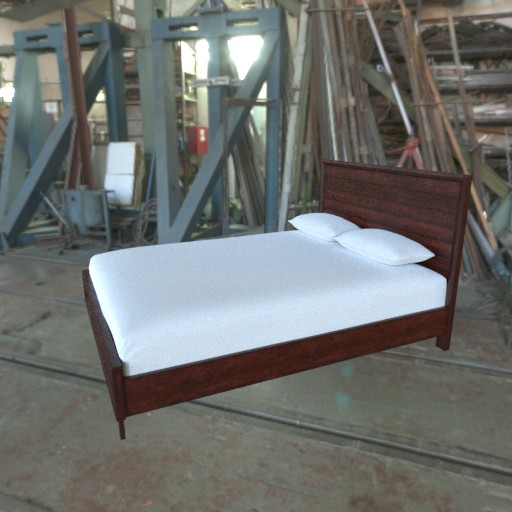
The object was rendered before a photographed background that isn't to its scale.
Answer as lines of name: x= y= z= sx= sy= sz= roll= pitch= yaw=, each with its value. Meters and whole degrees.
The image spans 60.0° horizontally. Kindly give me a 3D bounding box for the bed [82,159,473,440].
bed: x=0.000 y=0.000 z=3.942 sx=2.803 sy=1.492 sz=2.040 roll=-7 pitch=18 yaw=-24
